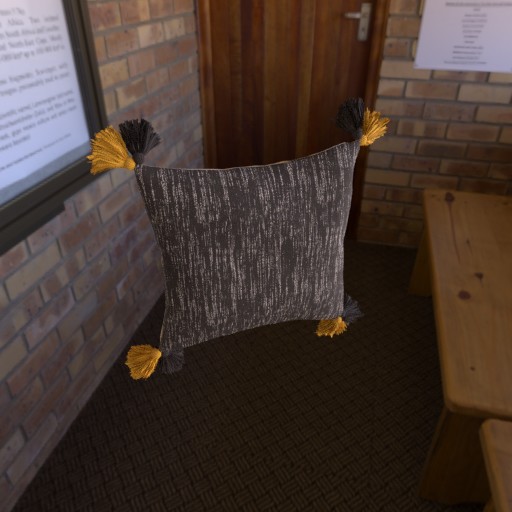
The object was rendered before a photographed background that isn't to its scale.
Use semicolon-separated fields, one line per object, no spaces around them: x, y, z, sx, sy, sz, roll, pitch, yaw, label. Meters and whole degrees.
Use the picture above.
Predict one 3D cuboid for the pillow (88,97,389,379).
0.000;0.000;1.009;0.654;0.659;0.139;-10;34;-15;pillow
